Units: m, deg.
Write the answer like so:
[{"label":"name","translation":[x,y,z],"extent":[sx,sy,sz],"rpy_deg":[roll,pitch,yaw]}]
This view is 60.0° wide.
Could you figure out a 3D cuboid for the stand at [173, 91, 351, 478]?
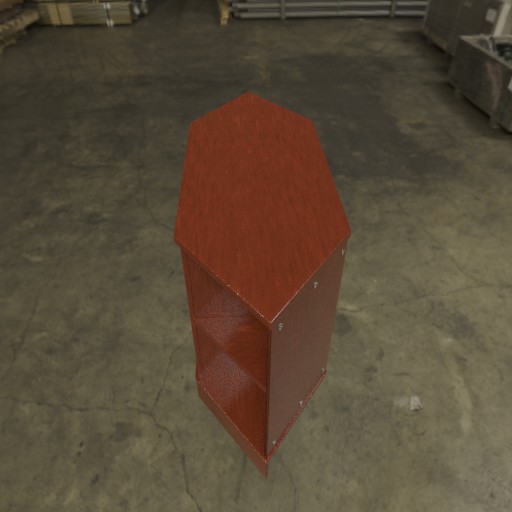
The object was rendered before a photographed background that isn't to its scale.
[{"label":"stand","translation":[0.000,0.000,1.355],"extent":[0.381,0.614,1.072],"rpy_deg":[-2,41,-2]}]
